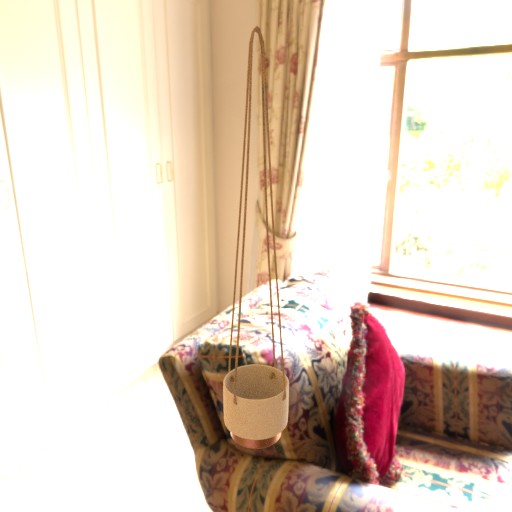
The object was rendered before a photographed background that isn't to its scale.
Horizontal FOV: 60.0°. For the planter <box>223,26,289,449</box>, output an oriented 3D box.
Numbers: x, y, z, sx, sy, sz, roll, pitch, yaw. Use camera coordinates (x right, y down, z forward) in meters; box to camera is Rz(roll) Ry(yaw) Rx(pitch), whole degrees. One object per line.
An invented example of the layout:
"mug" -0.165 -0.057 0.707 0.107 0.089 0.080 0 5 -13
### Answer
"planter" 0.000 0.000 0.900 0.146 0.841 0.146 -3 17 -9
